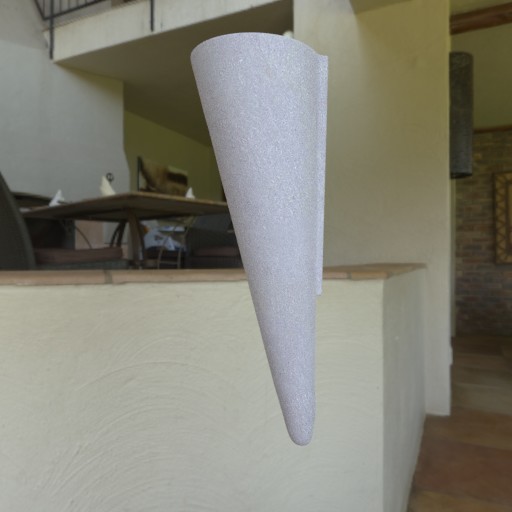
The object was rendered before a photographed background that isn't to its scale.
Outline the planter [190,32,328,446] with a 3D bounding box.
[{"bbox_3d":[0.000,0.000,0.295,0.087,0.259,0.078,0,0,-17],"label":"planter"}]
